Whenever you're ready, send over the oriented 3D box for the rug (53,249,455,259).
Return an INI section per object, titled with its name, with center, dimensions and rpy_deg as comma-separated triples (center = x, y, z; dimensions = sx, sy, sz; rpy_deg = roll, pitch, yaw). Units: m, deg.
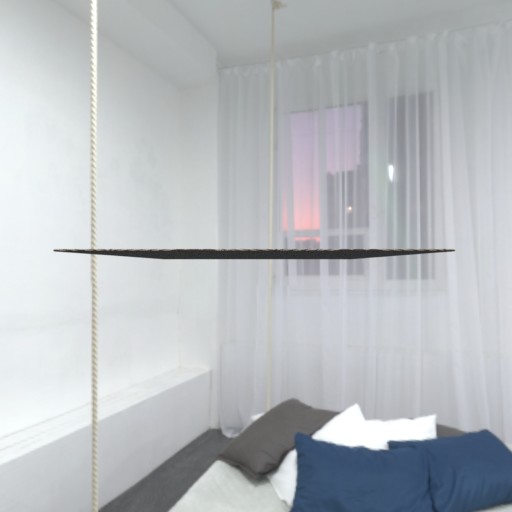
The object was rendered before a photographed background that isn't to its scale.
[rug]
center = 0.000, 0.000, 4.181
dimensions = 2.438, 0.016, 3.048
rpy_deg = 0, -1, 1
